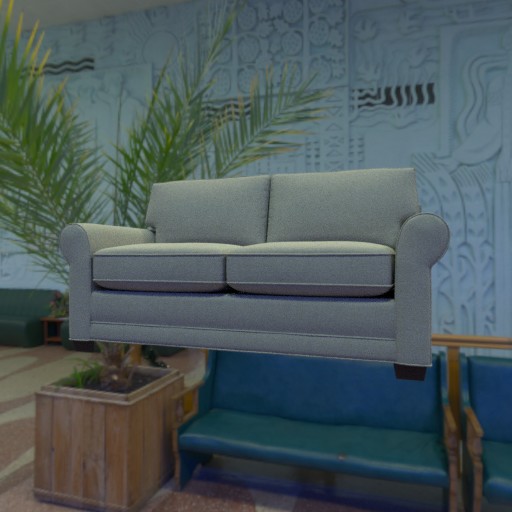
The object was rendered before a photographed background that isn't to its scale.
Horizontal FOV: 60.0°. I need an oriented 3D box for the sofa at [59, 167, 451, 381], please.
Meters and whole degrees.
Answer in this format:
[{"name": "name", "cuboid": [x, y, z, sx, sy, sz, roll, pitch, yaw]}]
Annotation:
[{"name": "sofa", "cuboid": [0.000, 0.000, 2.272, 1.774, 0.933, 0.861, 0, 0, 19]}]
